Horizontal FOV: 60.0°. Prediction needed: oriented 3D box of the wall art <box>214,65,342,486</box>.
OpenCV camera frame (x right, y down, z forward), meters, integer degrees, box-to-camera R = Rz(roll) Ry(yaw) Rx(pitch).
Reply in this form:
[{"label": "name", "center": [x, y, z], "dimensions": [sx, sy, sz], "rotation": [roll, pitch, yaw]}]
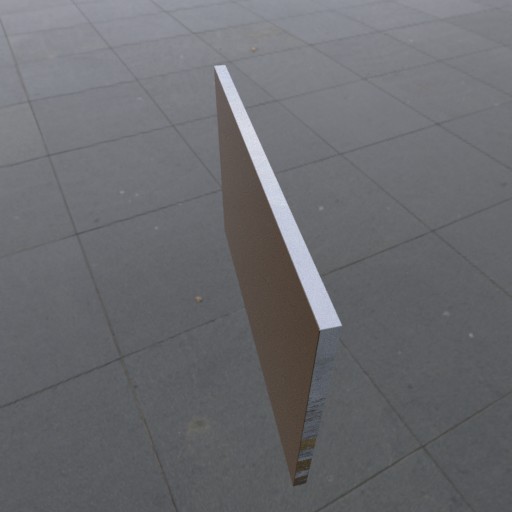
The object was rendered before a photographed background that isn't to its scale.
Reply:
[{"label": "wall art", "center": [0.000, 0.000, 1.413], "dimensions": [0.041, 0.762, 1.145], "rotation": [-9, 45, -9]}]
